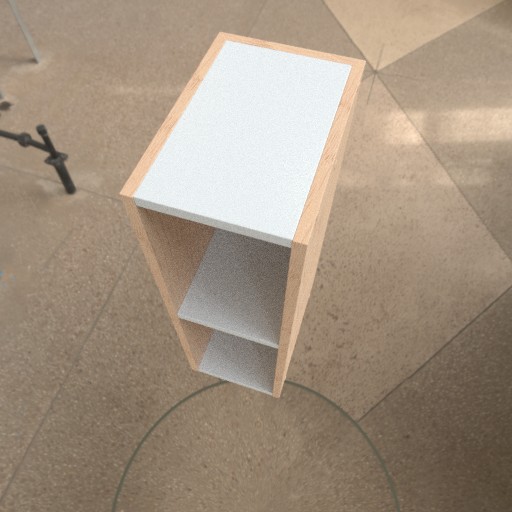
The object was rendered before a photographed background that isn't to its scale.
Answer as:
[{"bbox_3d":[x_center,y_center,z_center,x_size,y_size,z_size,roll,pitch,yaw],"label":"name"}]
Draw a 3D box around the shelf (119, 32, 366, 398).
[{"bbox_3d":[0.000,0.000,0.761,0.200,0.600,0.290,16,60,9],"label":"shelf"}]
